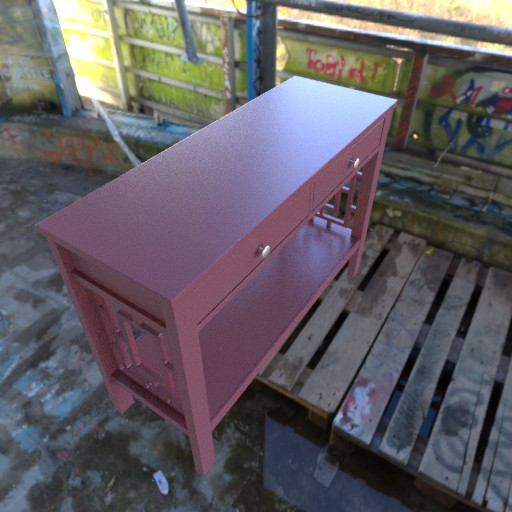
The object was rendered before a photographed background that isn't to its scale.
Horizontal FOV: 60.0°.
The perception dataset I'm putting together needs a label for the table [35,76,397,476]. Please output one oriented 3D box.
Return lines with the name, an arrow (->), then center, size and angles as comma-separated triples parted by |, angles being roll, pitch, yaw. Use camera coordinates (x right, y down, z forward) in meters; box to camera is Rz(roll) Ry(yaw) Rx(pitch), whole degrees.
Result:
table -> 0.000, 0.000, 1.428 | 0.397, 0.753, 1.068 | 24, 47, 25
